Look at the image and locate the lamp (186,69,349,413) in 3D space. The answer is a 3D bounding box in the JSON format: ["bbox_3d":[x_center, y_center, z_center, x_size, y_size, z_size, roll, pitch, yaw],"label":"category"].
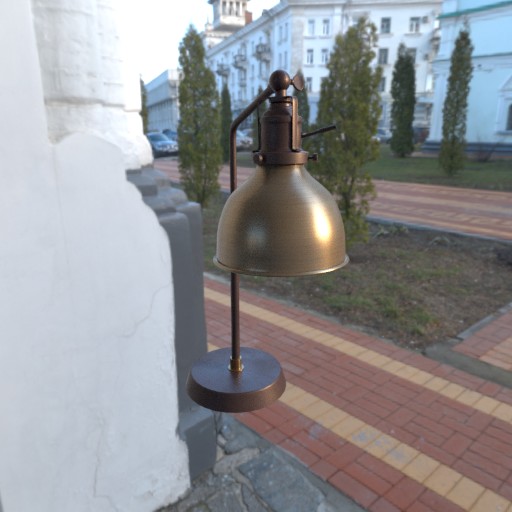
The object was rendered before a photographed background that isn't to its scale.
[{"bbox_3d":[0.000,0.000,0.615,0.175,0.469,0.298,-8,17,-25],"label":"lamp"}]
